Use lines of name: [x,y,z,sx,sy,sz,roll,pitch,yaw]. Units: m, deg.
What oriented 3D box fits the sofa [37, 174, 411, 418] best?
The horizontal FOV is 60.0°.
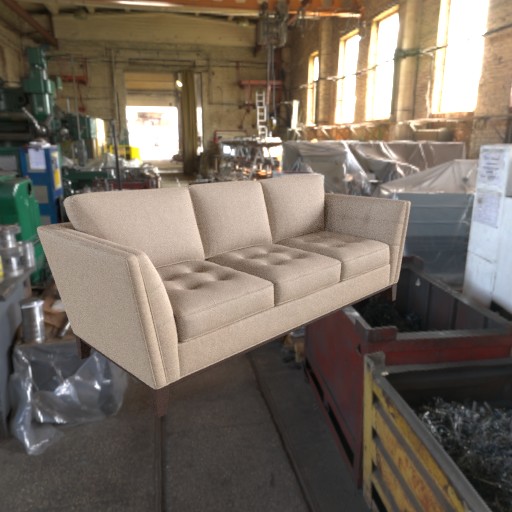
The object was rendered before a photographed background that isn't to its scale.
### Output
sofa: [0.000,0.000,2.943,2.388,0.940,0.965,-14,20,-43]
